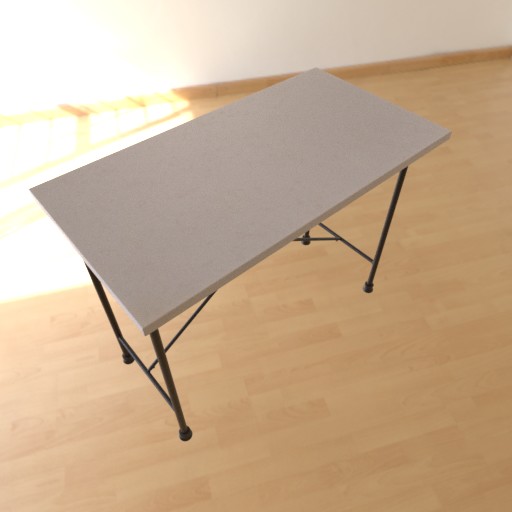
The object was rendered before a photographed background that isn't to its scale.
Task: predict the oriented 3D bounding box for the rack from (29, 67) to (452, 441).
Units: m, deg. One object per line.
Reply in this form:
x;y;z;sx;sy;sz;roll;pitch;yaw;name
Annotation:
0.000;0.000;1.664;1.159;0.880;0.613;-33;55;-26;rack
